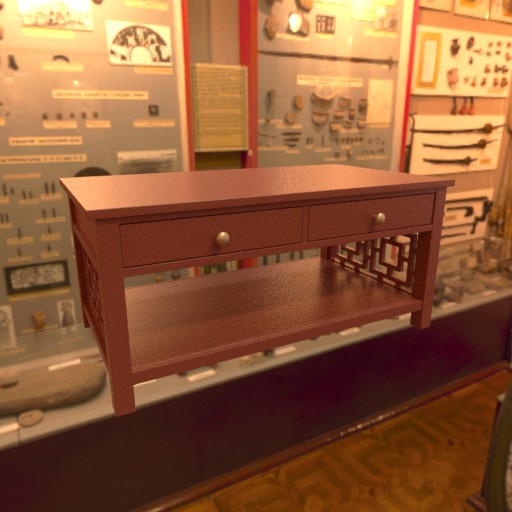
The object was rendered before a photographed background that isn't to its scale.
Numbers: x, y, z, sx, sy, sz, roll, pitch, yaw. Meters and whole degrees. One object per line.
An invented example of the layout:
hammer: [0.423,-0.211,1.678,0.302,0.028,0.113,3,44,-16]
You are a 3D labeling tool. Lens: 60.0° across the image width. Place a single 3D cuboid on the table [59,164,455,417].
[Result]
table: [0.000,0.000,1.434,1.068,0.493,0.612,-9,19,-26]
